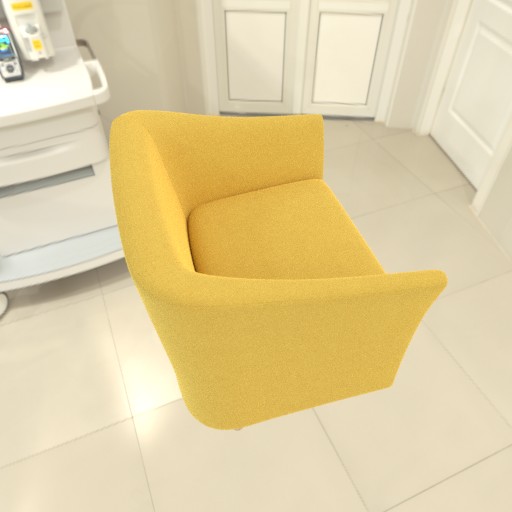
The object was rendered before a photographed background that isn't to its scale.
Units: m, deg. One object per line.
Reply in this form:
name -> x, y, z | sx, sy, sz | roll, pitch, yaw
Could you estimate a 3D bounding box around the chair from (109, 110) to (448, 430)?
chair -> 0.000, 0.000, 1.343 | 0.700, 0.720, 0.790 | -12, 47, -11
